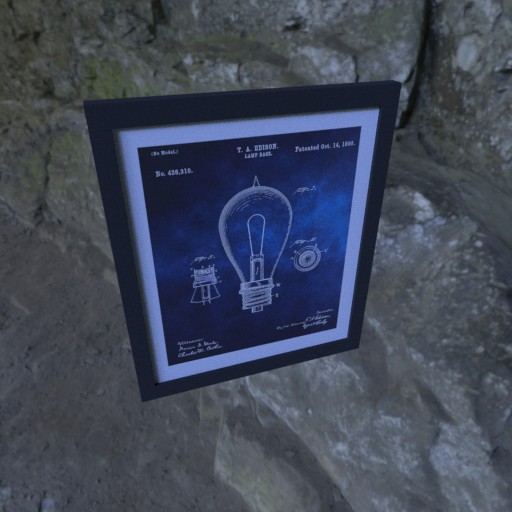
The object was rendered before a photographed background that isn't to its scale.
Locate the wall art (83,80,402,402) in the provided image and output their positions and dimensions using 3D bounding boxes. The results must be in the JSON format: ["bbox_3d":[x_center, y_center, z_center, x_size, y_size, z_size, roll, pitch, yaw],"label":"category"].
[{"bbox_3d":[0.000,0.000,0.710,0.428,0.505,0.023,-10,33,-16],"label":"wall art"}]
